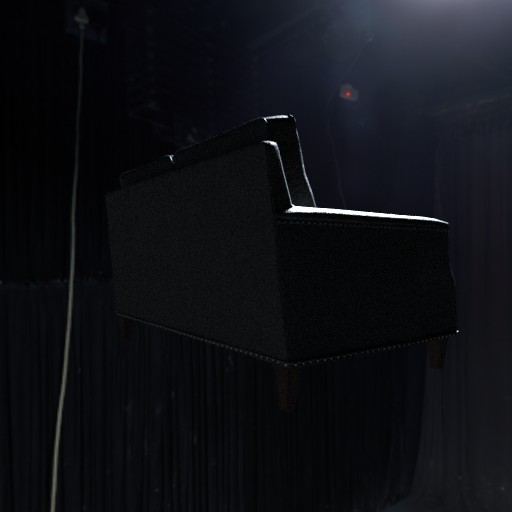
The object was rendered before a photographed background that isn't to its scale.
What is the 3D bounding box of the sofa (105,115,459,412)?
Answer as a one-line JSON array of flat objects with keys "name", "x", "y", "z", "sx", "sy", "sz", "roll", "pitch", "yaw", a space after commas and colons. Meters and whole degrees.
[{"name": "sofa", "x": 0.000, "y": 0.000, "z": 2.271, "sx": 1.084, "sy": 1.003, "sz": 1.597, "roll": 0, "pitch": 0, "yaw": -37}]
